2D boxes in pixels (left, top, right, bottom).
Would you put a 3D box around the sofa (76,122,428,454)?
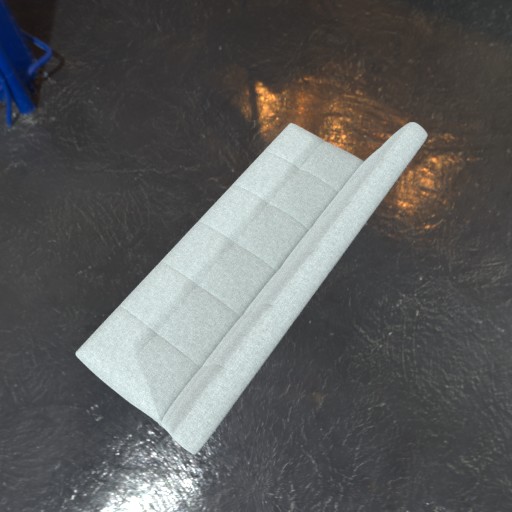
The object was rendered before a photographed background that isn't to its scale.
[{"bbox_3d":[0.000,0.000,2.258,0.800,0.800,1.820,33,67,16],"label":"sofa"}]
